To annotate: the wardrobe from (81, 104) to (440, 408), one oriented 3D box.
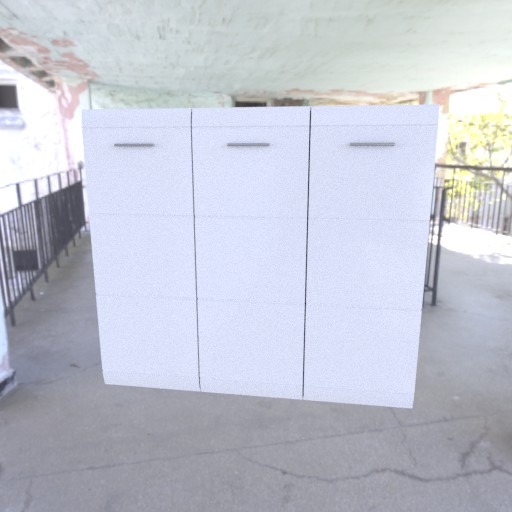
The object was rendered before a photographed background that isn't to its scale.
[{"bbox_3d":[0.000,0.000,1.917,1.340,1.200,0.360,2,13,8],"label":"wardrobe"}]
